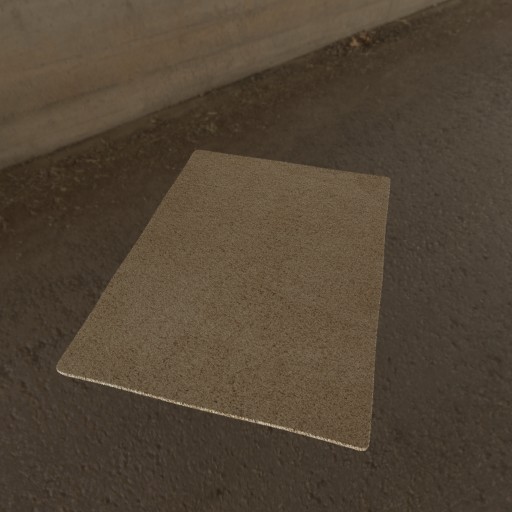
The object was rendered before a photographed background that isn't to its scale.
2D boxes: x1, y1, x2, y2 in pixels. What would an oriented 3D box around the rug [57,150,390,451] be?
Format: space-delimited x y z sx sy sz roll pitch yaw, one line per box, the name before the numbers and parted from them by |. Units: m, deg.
rug | 0.000 0.000 2.145 1.199 0.025 1.600 11 47 10
